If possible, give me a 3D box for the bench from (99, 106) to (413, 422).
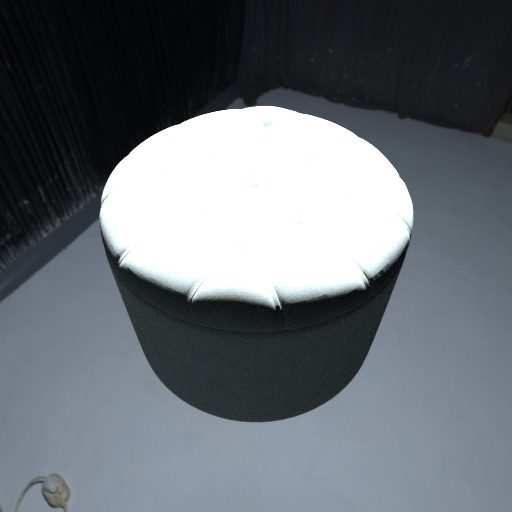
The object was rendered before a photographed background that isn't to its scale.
[{"bbox_3d":[0.000,0.000,0.994,0.600,0.453,0.600,0,49,0],"label":"bench"}]
